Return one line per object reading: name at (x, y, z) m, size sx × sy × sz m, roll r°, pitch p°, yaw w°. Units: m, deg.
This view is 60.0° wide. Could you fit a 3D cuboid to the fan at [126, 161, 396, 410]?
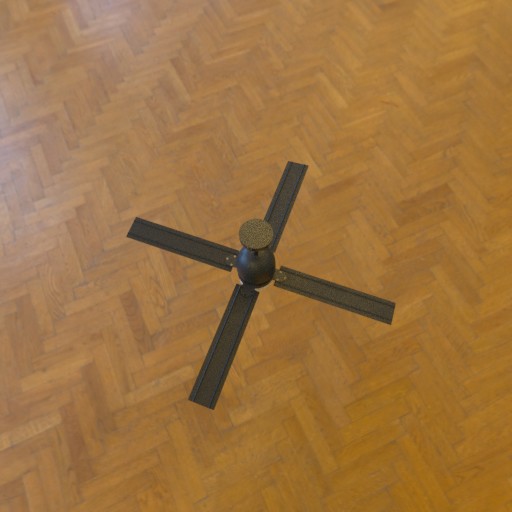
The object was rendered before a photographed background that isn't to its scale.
fan at (0.000, 0.000, 1.978) m, size 1.319 × 0.410 × 1.319 m, roll 17°, pitch 65°, yaw 8°
